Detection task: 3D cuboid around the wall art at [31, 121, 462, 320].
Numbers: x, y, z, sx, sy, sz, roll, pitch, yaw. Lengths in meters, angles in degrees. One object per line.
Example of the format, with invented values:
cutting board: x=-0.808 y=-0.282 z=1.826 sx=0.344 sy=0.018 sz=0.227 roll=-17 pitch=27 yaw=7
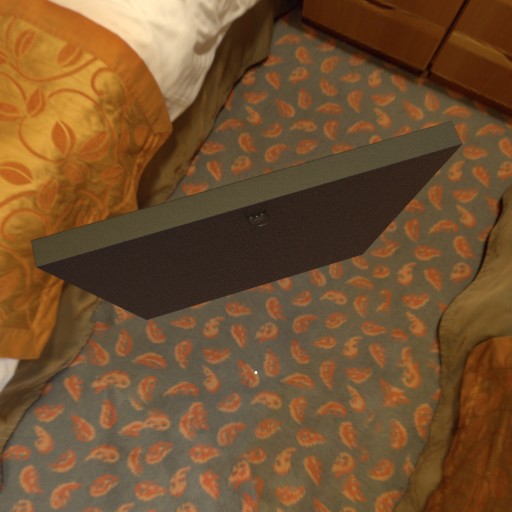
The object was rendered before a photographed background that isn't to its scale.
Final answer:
wall art: x=0.000 y=0.000 z=0.516 sx=0.349 sy=0.349 sz=0.038 roll=-17 pitch=76 yaw=-4
